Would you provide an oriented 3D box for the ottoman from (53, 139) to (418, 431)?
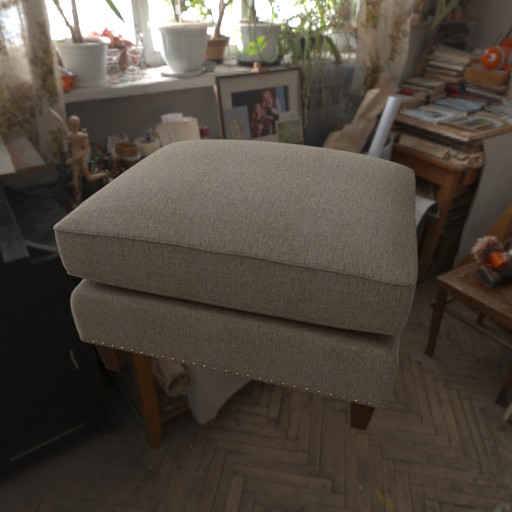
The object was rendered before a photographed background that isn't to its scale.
[{"bbox_3d":[0.000,0.000,1.157,0.741,0.513,0.584,9,33,14],"label":"ottoman"}]
